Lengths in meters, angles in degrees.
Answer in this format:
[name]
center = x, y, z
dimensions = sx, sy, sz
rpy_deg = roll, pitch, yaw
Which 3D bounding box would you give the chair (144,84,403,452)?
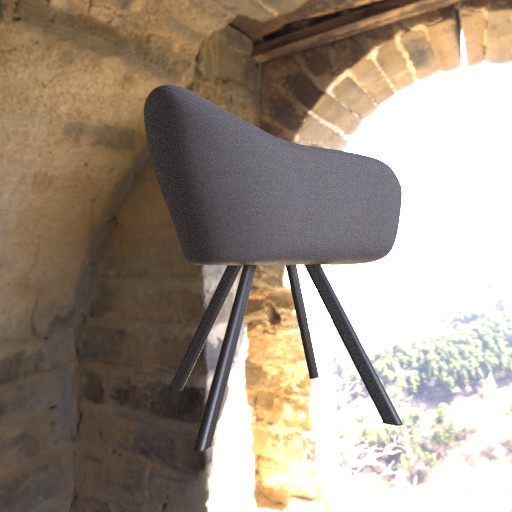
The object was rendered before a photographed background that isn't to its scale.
[chair]
center = 0.000, 0.000, 1.157
dimensions = 0.570, 0.780, 0.540
rpy_deg = 0, -1, -18
